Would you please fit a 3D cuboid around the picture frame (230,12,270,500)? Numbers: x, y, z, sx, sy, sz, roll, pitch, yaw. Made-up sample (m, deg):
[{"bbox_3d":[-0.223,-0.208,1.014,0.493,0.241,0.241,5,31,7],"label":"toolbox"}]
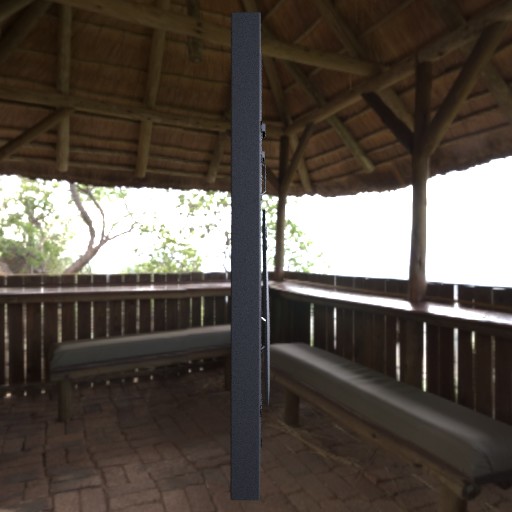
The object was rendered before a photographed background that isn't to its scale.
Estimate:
[{"bbox_3d":[0.000,0.000,0.501,0.036,0.383,0.307,0,0,1],"label":"picture frame"}]
